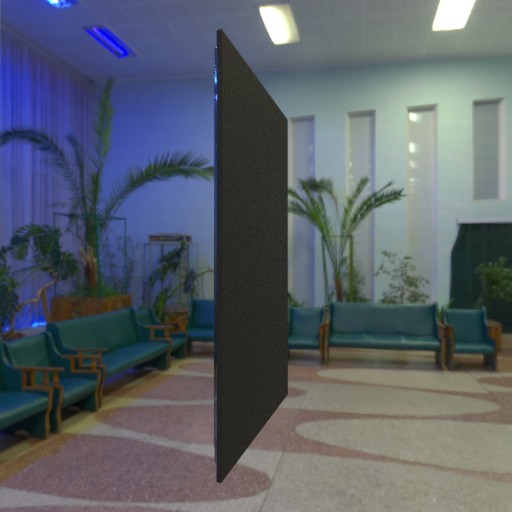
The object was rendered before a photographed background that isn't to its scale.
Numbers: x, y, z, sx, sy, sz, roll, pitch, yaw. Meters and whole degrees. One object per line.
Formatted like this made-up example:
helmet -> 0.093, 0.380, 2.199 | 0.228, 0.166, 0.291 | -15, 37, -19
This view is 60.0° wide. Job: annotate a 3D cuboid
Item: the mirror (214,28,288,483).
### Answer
mirror -> 0.000, 0.000, 1.190 | 0.039, 0.914, 0.613 | 0, 0, 17
